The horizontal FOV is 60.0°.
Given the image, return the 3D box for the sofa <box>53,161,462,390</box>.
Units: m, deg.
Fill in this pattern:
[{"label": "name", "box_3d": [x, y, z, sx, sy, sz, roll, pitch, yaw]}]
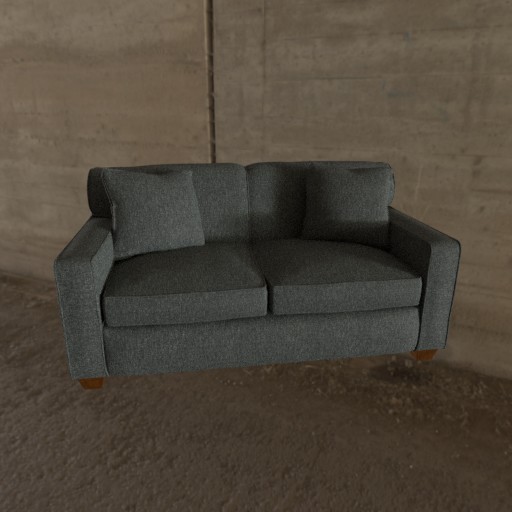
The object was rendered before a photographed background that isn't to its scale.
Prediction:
[{"label": "sofa", "box_3d": [0.000, 0.000, 2.427, 1.846, 0.958, 0.998, -3, 19, -8]}]
